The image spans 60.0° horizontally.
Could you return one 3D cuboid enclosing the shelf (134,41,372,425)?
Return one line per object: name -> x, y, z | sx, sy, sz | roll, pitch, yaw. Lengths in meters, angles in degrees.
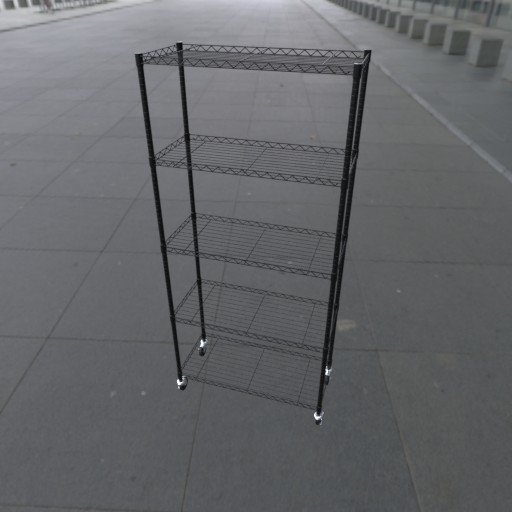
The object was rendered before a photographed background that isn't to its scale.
shelf -> 0.000, 0.000, 1.944 | 0.762, 1.645, 0.356 | 9, 33, 14
